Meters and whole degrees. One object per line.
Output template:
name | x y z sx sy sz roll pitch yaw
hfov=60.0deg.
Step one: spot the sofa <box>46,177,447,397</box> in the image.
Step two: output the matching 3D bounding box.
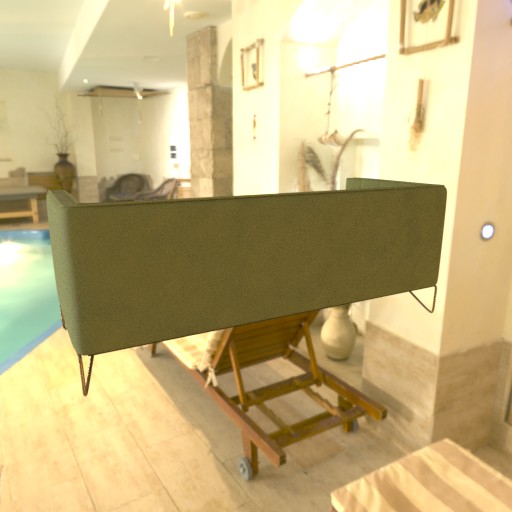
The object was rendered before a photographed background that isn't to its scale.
sofa | 0.000 0.000 2.527 2.087 0.789 0.867 -7 16 -27
